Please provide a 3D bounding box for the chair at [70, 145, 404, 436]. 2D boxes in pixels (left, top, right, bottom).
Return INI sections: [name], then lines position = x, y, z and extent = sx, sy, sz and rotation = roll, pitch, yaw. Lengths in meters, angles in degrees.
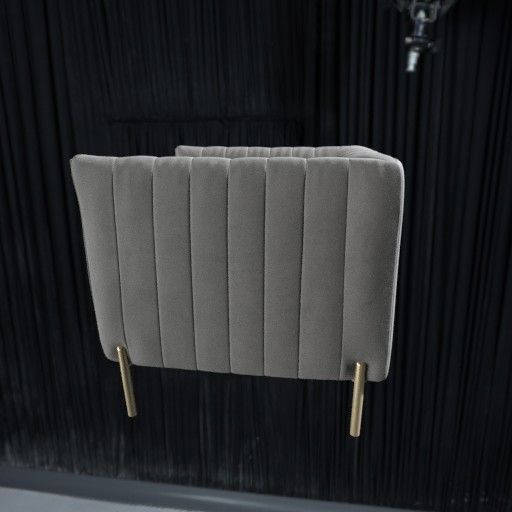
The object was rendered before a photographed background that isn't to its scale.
[chair]
position = 0.000, 0.000, 1.632
extent = 0.873, 0.779, 0.981
rotation = 2, 16, 8
